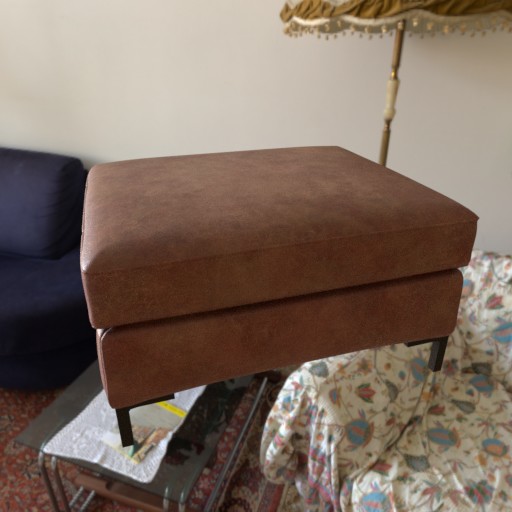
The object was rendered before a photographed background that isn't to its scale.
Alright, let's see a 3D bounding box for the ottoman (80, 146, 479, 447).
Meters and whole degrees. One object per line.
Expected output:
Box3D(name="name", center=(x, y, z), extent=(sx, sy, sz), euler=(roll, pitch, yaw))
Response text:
Box3D(name="ottoman", center=(0.000, 0.000, 1.727), extent=(1.186, 0.667, 0.965), euler=(-8, 28, -16))
